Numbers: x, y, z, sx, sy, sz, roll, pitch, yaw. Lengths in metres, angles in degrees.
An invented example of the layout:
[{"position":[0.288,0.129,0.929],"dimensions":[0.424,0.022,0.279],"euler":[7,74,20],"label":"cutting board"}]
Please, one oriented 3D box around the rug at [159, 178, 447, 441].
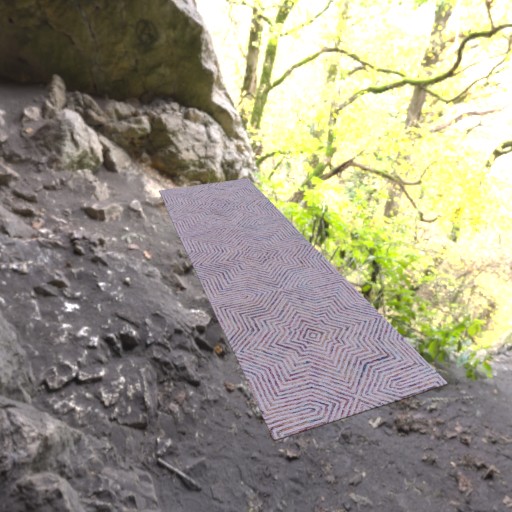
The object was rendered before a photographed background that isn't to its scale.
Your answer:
[{"position":[0.000,0.000,2.670],"dimensions":[0.771,0.009,2.443],"euler":[-11,33,-17],"label":"rug"}]
